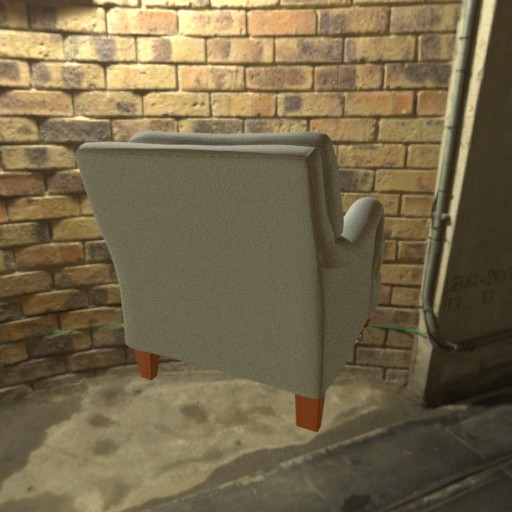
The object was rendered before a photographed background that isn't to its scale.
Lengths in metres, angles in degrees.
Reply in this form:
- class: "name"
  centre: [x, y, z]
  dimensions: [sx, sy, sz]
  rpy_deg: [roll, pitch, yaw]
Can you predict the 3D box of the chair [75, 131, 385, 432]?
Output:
- class: "chair"
  centre: [0.000, 0.000, 1.909]
  dimensions: [0.955, 1.038, 1.070]
  rpy_deg: [8, 18, 26]
